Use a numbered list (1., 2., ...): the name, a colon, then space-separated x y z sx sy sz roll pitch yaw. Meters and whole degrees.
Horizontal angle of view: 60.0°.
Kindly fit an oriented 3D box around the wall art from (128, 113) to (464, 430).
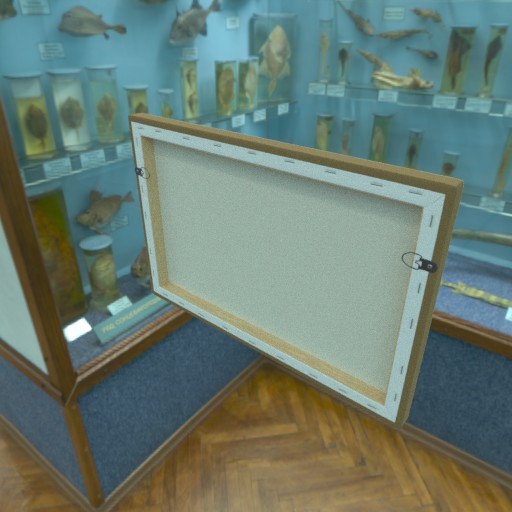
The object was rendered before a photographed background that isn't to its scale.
1. wall art: 0.000 0.000 0.484 0.380 0.254 0.019 22 36 34
